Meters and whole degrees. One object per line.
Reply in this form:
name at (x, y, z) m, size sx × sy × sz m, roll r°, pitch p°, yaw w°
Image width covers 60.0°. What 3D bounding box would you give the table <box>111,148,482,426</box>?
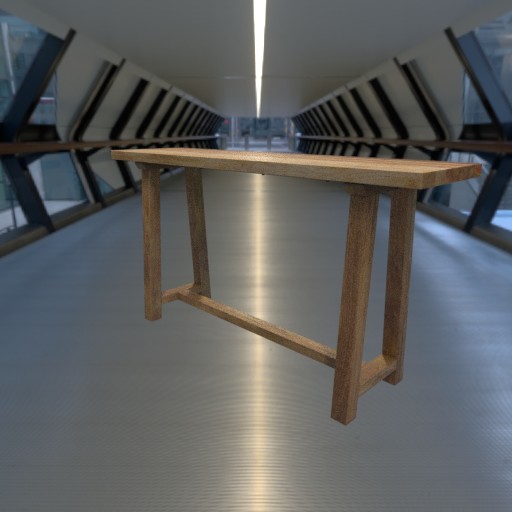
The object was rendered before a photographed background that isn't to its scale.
table at (0.000, 0.000, 1.829) m, size 1.524 × 0.810 × 0.405 m, roll 15°, pitch 22°, yaw 42°
